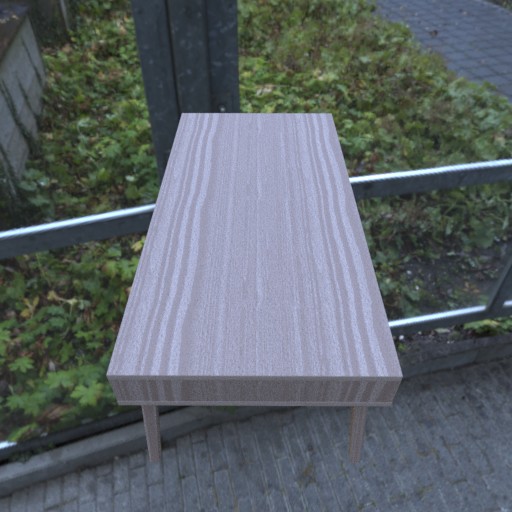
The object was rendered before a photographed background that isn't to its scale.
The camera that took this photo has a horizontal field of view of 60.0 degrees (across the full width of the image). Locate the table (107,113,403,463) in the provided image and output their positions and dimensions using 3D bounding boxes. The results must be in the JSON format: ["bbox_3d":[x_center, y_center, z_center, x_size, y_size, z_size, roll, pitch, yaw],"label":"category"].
[{"bbox_3d":[0.000,0.000,1.487,0.600,0.450,1.200,0,43,0],"label":"table"}]
